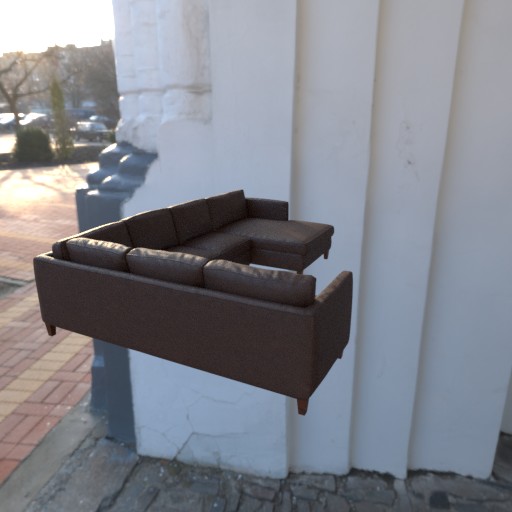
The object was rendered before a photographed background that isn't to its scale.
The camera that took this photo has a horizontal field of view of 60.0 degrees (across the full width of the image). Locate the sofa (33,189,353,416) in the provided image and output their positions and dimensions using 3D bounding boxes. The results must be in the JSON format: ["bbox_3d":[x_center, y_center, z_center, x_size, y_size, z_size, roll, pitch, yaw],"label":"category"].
[{"bbox_3d":[0.000,0.000,4.751,2.593,0.923,3.460,9,19,26],"label":"sofa"}]
